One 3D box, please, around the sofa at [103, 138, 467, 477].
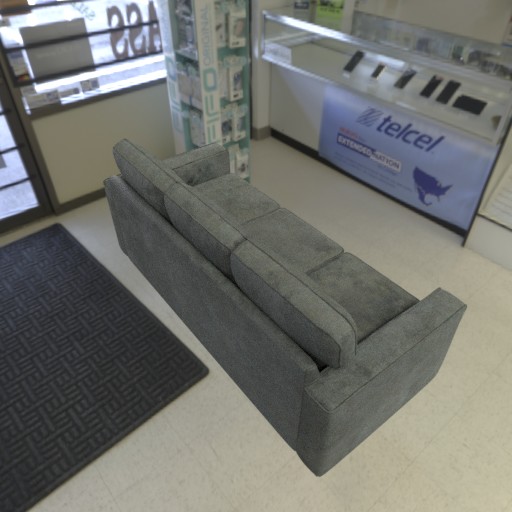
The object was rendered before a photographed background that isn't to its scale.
[{"bbox_3d":[0.000,0.000,2.608,0.939,0.965,2.133,-27,48,-28],"label":"sofa"}]
